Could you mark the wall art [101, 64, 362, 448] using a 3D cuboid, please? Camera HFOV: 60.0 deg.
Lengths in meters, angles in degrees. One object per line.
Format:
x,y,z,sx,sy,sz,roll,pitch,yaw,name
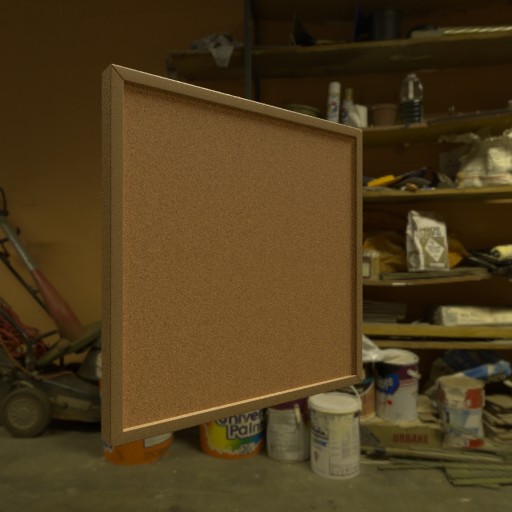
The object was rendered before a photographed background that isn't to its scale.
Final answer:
0.000,0.000,0.753,0.509,0.509,0.036,0,0,-37,wall art
